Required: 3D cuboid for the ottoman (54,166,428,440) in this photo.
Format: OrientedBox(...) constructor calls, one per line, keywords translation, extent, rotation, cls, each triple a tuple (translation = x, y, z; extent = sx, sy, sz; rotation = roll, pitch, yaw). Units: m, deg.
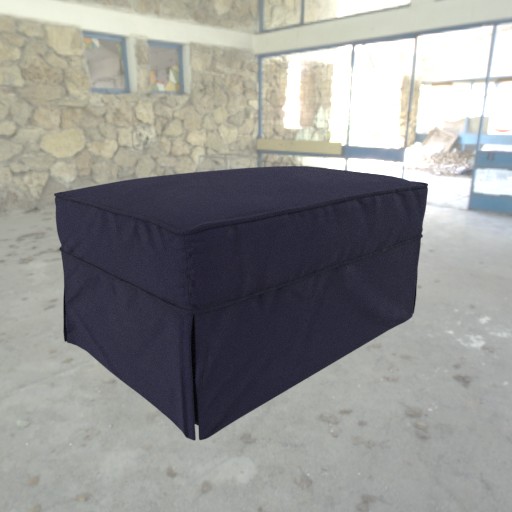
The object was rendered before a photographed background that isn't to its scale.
OrientedBox(translation=(0.000, 0.000, 1.314), extent=(0.938, 0.503, 0.637), rotation=(-15, 22, -42), cls="ottoman")
